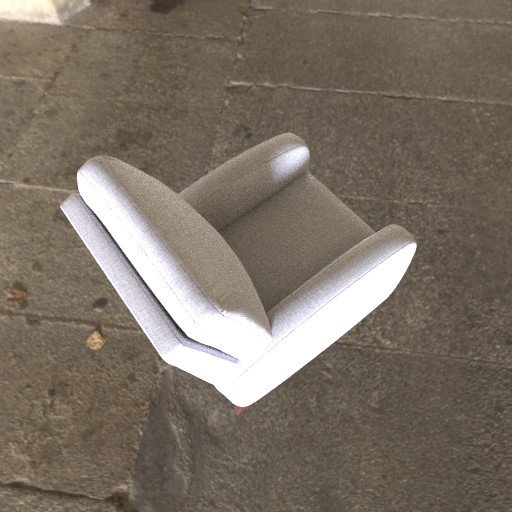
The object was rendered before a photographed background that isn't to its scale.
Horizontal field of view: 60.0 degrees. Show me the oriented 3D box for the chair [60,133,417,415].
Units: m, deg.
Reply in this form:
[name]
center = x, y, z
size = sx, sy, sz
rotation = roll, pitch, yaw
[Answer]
[chair]
center = 0.000, 0.000, 1.659
size = 0.990, 0.990, 0.762
rotation = -33, 64, -19
